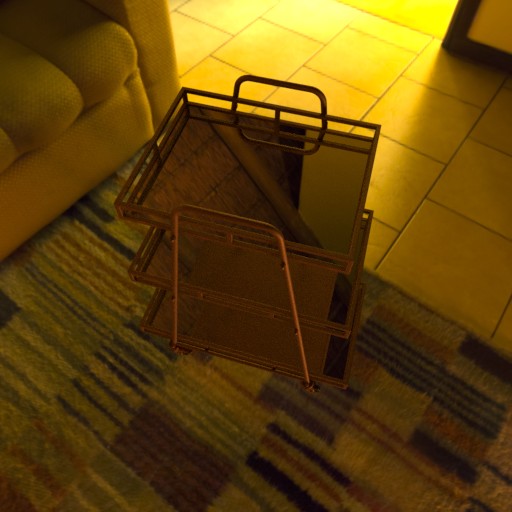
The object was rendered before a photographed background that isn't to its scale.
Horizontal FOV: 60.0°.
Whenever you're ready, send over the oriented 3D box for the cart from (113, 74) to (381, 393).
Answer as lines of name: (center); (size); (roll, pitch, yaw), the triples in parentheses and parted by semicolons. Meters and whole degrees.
cart: (0.000, 0.000, 1.274); (0.711, 0.883, 0.441); (14, 59, 9)
